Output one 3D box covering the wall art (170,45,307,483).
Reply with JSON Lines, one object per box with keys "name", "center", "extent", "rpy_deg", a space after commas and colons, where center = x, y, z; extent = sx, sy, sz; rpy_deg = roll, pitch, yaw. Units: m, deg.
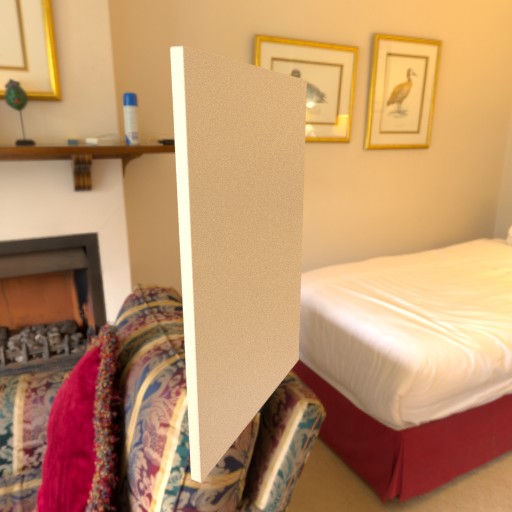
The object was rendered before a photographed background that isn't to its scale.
{"name": "wall art", "center": [0.000, 0.000, 1.500], "extent": [0.038, 1.183, 0.808], "rpy_deg": [8, 18, 25]}
